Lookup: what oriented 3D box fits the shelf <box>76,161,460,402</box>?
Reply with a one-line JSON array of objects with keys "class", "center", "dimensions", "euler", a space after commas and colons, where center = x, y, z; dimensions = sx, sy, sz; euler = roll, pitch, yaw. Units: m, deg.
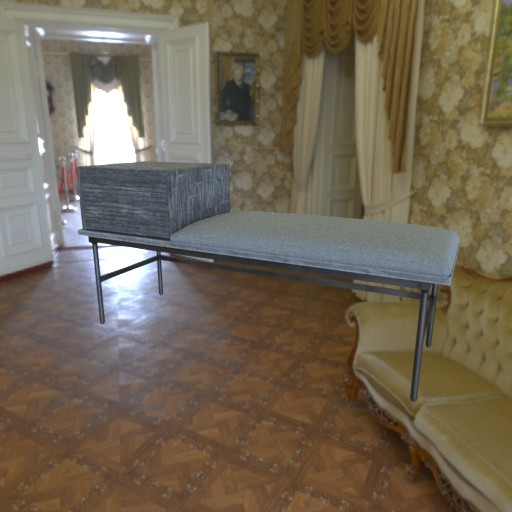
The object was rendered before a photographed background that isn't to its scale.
[{"class": "shelf", "center": [0.000, 0.000, 1.640], "dimensions": [1.342, 0.633, 0.457], "euler": [8, 17, 26]}]
